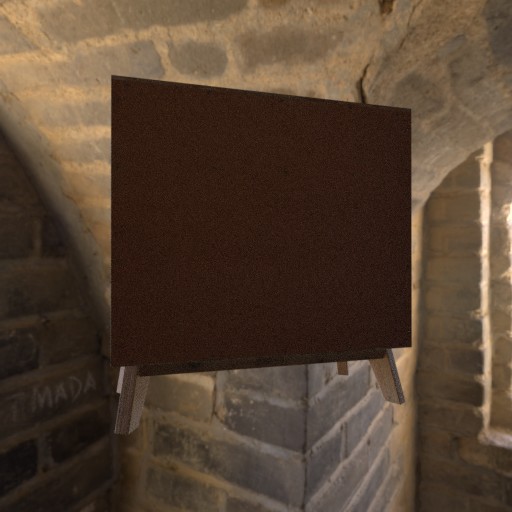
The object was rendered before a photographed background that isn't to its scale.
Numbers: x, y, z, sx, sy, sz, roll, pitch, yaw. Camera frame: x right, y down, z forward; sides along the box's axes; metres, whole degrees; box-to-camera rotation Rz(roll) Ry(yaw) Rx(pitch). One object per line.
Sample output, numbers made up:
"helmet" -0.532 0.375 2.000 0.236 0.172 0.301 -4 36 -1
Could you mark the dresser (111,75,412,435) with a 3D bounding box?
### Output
"dresser" 0.000 0.000 1.620 0.998 1.029 0.455 0 0 -17
